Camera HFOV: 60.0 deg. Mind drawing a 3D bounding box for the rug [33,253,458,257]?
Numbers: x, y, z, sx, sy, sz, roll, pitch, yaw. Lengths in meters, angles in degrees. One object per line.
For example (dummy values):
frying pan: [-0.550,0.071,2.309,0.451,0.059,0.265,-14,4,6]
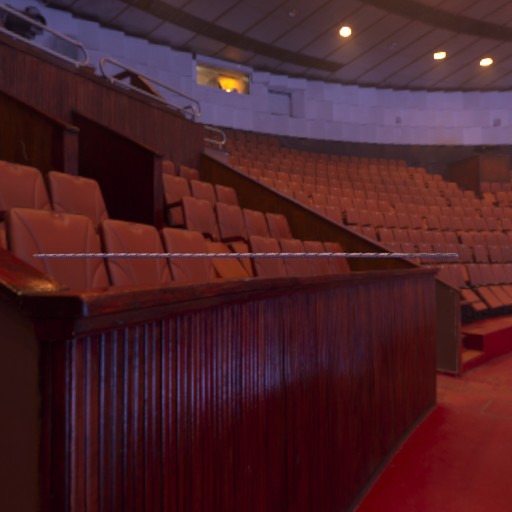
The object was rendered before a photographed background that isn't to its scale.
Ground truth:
rug: [0.000,0.000,3.104,2.406,0.023,1.539,0,0,17]
